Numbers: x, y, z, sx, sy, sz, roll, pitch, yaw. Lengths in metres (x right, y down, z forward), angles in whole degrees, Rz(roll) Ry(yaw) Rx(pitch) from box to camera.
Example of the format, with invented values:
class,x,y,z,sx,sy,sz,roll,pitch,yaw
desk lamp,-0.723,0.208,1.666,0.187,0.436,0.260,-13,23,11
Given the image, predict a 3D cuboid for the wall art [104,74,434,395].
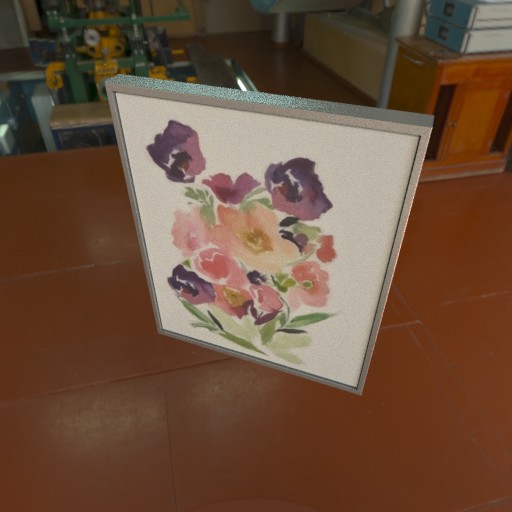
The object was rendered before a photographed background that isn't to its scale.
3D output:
class,x,y,z,sx,sy,sz,roll,pitch,yaw
wall art,0.000,0.000,0.765,0.452,0.549,0.038,13,42,16
